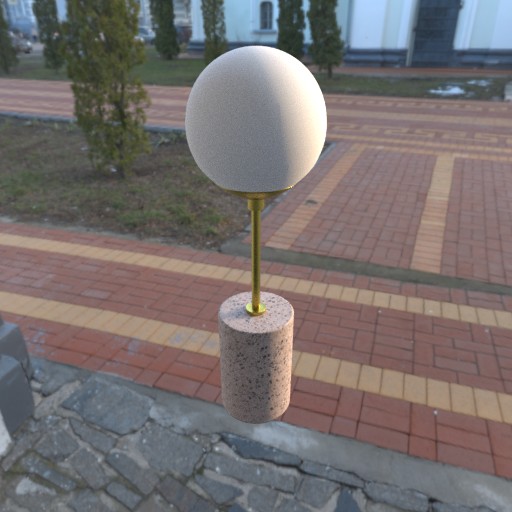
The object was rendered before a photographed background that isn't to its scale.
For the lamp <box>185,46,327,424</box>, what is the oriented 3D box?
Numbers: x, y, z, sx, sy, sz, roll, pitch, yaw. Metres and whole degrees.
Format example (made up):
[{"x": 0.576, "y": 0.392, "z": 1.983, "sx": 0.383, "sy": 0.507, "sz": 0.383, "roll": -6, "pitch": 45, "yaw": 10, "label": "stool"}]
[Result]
[{"x": 0.000, "y": 0.000, "z": 0.560, "sx": 0.153, "sy": 0.480, "sz": 0.153, "roll": 0, "pitch": 27, "yaw": 0, "label": "lamp"}]
